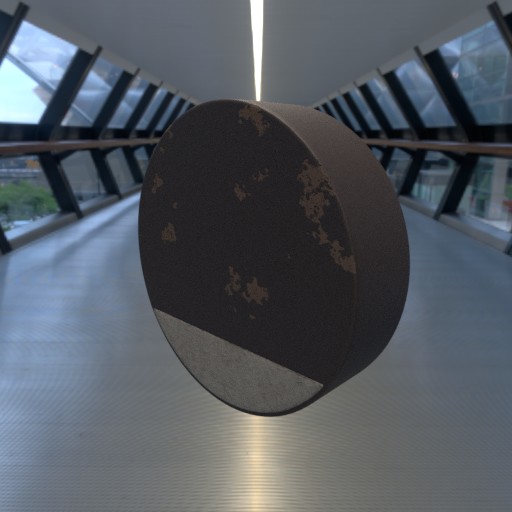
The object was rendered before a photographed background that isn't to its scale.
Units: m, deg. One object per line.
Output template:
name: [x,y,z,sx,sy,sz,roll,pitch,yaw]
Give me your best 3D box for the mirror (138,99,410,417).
mirror: [0.000,0.000,0.587,0.386,0.386,0.126,14,19,43]
